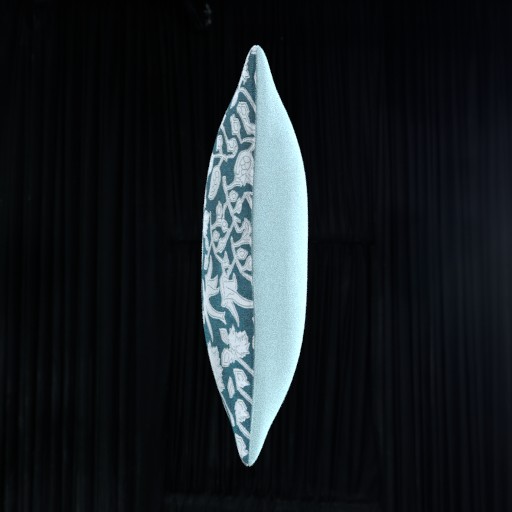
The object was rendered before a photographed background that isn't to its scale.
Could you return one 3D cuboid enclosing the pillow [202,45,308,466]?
[{"bbox_3d":[0.000,0.000,0.792,0.166,0.508,0.525,0,0,1],"label":"pillow"}]
